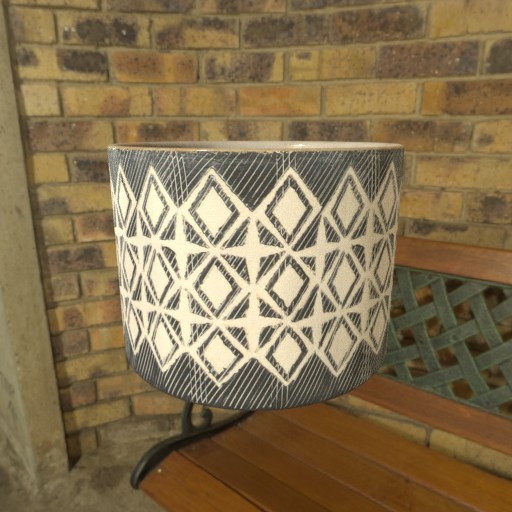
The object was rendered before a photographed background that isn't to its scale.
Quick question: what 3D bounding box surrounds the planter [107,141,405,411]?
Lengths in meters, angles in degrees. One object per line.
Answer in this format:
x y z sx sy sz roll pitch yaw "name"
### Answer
0.000 0.000 0.212 0.126 0.104 0.126 0 16 0 "planter"
